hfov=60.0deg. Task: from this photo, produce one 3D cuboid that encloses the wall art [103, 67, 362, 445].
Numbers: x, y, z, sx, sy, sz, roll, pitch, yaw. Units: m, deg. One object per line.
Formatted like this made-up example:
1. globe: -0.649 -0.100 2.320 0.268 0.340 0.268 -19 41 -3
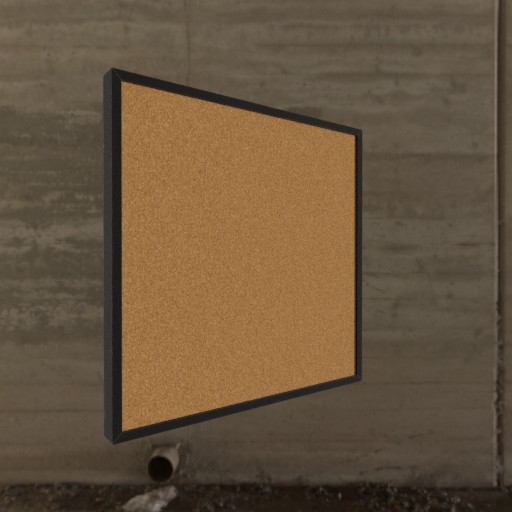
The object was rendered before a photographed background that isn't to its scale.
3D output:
1. wall art: 0.000 0.000 0.758 0.506 0.506 0.036 0 0 -36
